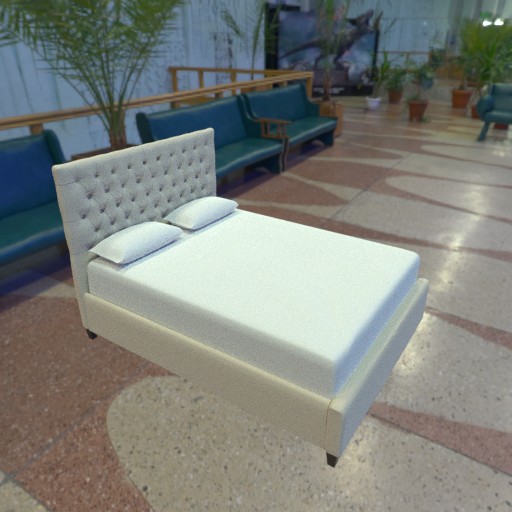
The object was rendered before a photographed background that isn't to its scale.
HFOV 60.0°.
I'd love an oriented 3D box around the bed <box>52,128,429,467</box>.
[{"bbox_3d":[0.000,0.000,3.351,2.233,1.426,1.696,17,31,30],"label":"bed"}]
